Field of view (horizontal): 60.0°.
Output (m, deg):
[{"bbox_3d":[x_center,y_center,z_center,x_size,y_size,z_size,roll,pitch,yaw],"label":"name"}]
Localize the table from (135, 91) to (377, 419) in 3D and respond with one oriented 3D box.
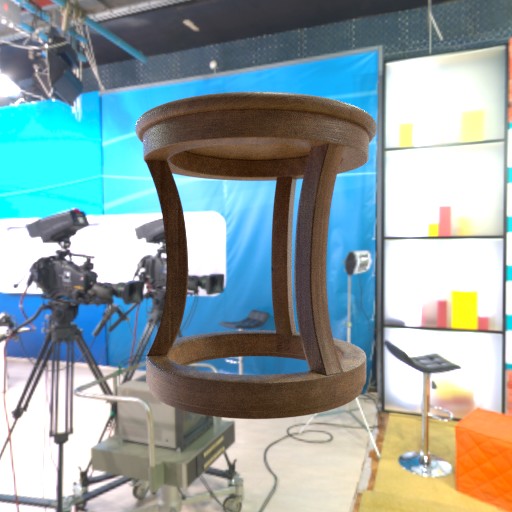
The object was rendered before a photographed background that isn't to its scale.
[{"bbox_3d":[0.000,0.000,0.824,0.432,0.460,0.432,0,1,0],"label":"table"}]
